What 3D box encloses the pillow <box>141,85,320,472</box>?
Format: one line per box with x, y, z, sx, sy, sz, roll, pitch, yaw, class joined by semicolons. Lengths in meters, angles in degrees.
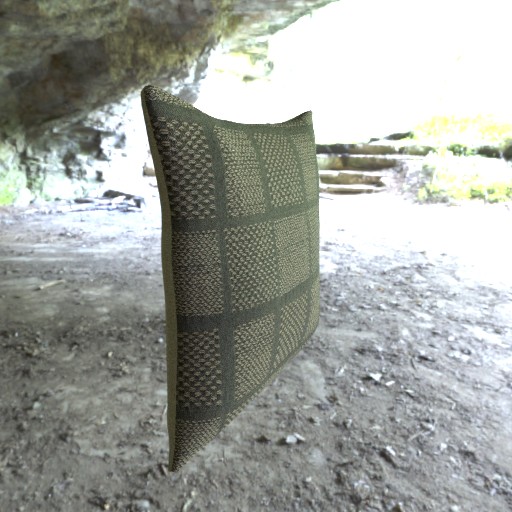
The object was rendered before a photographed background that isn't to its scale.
0.000;0.000;0.651;0.138;0.432;0.435;8;17;27;pillow
